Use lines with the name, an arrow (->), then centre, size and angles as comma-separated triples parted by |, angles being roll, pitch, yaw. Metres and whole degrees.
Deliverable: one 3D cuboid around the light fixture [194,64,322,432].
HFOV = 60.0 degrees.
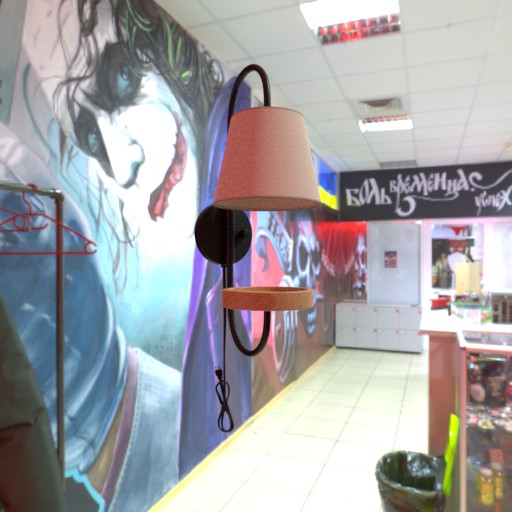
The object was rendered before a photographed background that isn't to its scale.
light fixture -> 0.000, 0.000, 0.932 | 0.220, 0.821, 0.299 | 0, -1, -36
